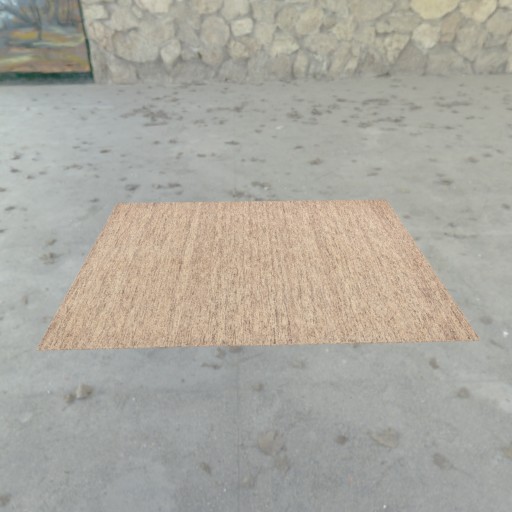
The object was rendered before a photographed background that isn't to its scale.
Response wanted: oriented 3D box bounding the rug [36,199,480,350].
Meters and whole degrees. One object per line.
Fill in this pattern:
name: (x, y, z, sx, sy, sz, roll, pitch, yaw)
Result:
rug: (0.000, 0.000, 4.228, 3.205, 0.013, 2.448, -1, 32, -2)
